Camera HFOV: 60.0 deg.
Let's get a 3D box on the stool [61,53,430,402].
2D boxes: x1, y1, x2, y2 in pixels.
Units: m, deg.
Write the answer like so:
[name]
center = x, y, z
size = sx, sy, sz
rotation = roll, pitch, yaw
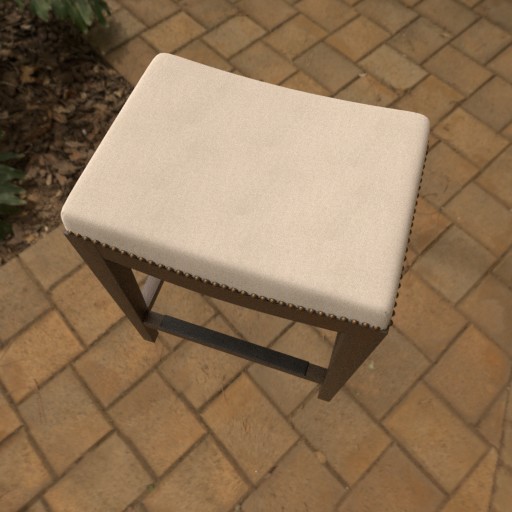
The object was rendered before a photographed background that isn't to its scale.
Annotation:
[stool]
center = 0.000, 0.000, 0.922
size = 0.500, 0.642, 0.361
rotation = 17, 65, 8
